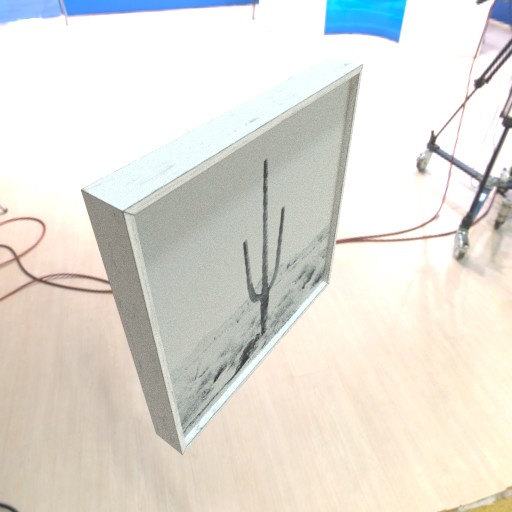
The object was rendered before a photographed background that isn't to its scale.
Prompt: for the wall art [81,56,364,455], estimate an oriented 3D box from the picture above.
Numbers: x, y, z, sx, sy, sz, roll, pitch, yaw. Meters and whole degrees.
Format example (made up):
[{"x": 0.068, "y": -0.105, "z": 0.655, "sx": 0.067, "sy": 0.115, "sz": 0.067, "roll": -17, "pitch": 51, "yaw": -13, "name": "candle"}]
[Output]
[{"x": 0.000, "y": 0.000, "z": 0.451, "sx": 0.038, "sy": 0.305, "sz": 0.305, "roll": 26, "pitch": 48, "yaw": 26, "name": "wall art"}]
